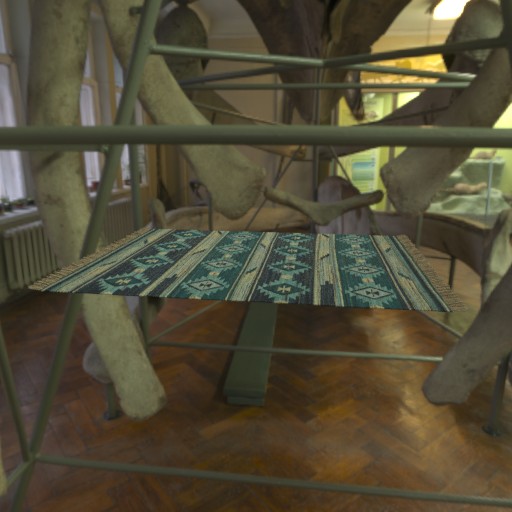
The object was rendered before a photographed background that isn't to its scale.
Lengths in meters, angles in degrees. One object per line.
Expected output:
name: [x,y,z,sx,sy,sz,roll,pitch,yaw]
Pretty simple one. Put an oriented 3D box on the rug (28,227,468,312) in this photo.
rug: [0.000,0.000,4.391,3.307,0.047,2.418,2,15,8]
